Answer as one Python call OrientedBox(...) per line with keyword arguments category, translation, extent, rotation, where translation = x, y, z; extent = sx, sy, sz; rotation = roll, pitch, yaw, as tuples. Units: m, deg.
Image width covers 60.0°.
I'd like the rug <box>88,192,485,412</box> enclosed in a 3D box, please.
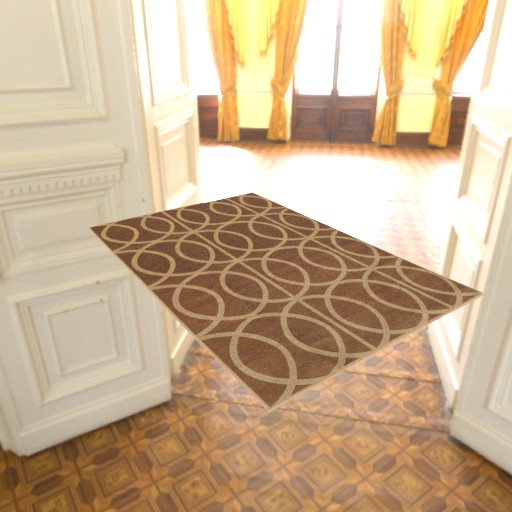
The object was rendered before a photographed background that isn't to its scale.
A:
OrientedBox(category="rug", translation=(0.000, 0.000, 2.928), extent=(1.528, 0.014, 2.294), rotation=(-17, 31, -32))
